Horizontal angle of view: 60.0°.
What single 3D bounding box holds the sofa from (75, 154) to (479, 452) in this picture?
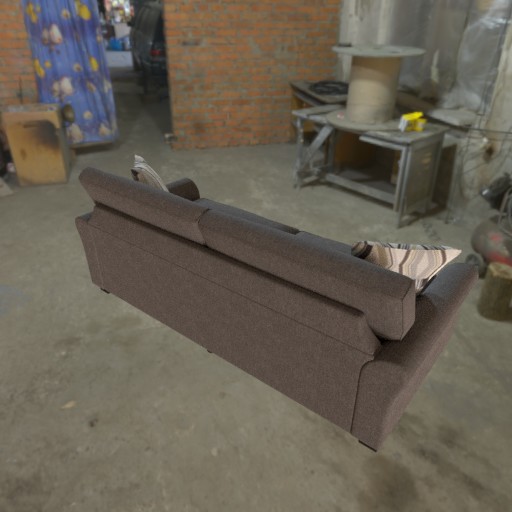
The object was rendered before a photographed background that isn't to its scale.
[{"bbox_3d":[0.000,0.000,2.394,2.032,0.813,0.889,22,36,33],"label":"sofa"}]
